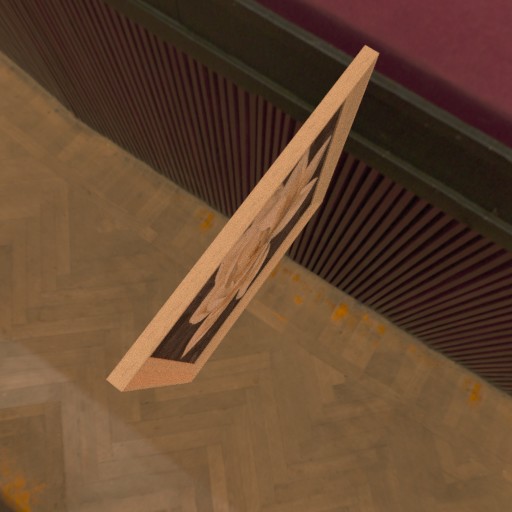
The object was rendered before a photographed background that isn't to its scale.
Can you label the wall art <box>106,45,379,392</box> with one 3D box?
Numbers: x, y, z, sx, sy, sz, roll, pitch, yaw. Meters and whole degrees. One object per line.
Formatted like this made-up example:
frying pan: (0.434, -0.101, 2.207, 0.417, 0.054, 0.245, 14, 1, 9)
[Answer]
wall art: (0.000, 0.000, 1.518, 0.045, 1.016, 1.016, 35, 78, 9)
